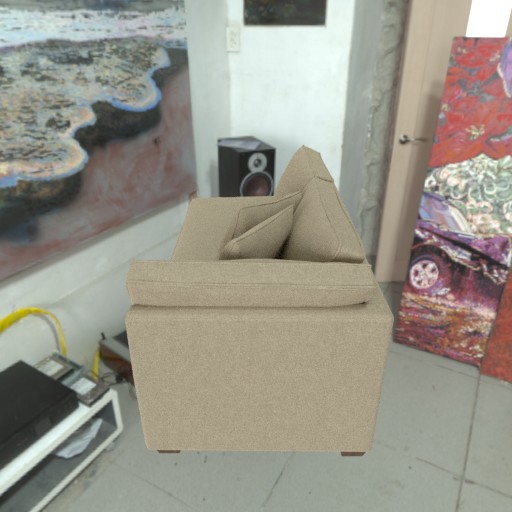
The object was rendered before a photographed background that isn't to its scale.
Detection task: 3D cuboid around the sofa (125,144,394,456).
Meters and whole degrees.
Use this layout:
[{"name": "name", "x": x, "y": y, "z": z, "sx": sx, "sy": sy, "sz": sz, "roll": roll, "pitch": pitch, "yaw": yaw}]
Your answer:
[{"name": "sofa", "x": 0.000, "y": 0.000, "z": 2.840, "sx": 1.110, "sy": 1.033, "sz": 2.237, "roll": 0, "pitch": 27, "yaw": 0}]
